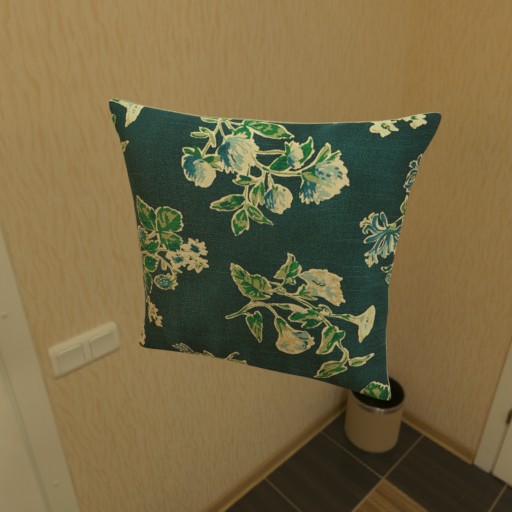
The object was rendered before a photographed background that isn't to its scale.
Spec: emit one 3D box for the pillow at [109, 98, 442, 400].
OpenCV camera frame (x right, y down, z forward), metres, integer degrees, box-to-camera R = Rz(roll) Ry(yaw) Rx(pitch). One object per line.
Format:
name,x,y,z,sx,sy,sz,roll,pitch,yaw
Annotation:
pillow,0.000,0.000,0.779,0.525,0.508,0.166,8,28,16
